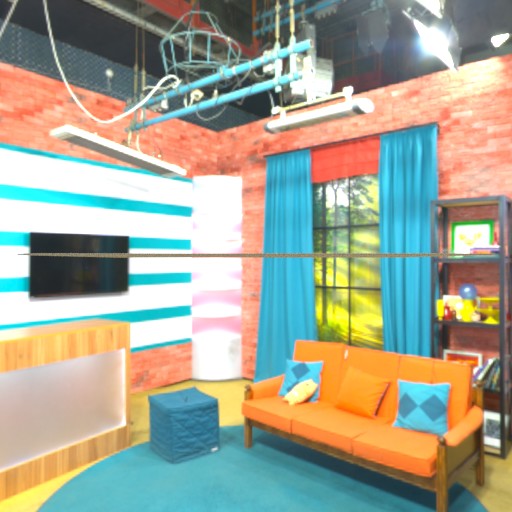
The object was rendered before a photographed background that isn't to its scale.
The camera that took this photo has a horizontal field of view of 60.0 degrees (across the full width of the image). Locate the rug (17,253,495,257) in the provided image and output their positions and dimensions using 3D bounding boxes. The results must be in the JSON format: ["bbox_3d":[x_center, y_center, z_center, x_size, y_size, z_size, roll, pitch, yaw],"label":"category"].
[{"bbox_3d":[0.000,0.000,2.181,1.747,0.006,1.143,0,-1,1],"label":"rug"}]
